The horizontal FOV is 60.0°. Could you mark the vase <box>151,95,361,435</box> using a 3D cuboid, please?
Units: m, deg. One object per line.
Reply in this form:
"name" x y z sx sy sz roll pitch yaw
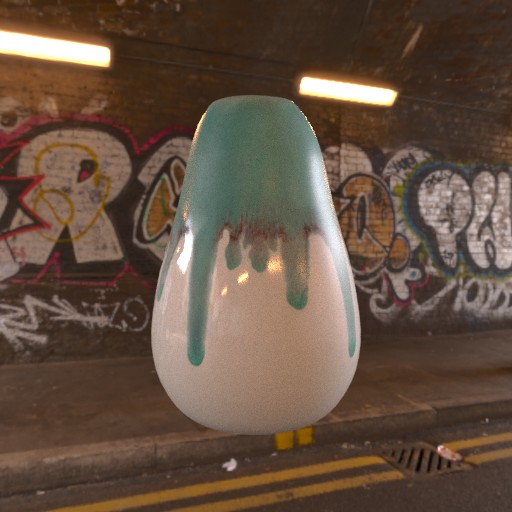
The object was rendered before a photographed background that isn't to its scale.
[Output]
"vase" 0.000 0.000 0.253 0.116 0.179 0.116 0 0 0
